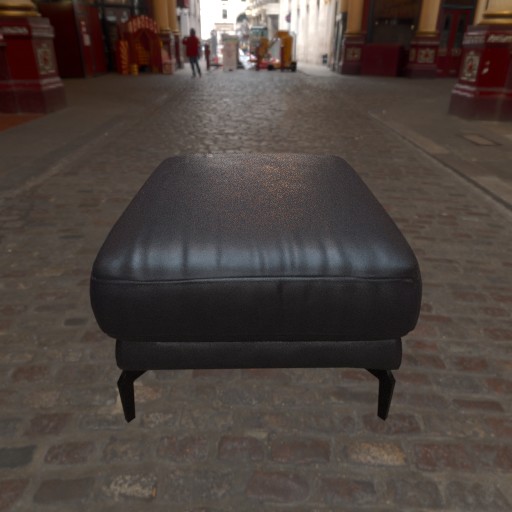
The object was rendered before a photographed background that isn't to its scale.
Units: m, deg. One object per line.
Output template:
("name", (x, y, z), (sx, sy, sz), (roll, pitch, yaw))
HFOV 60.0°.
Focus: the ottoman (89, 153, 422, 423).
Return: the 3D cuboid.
("ottoman", (0.000, 0.000, 1.097), (0.570, 0.402, 0.764), (0, 26, -1))
